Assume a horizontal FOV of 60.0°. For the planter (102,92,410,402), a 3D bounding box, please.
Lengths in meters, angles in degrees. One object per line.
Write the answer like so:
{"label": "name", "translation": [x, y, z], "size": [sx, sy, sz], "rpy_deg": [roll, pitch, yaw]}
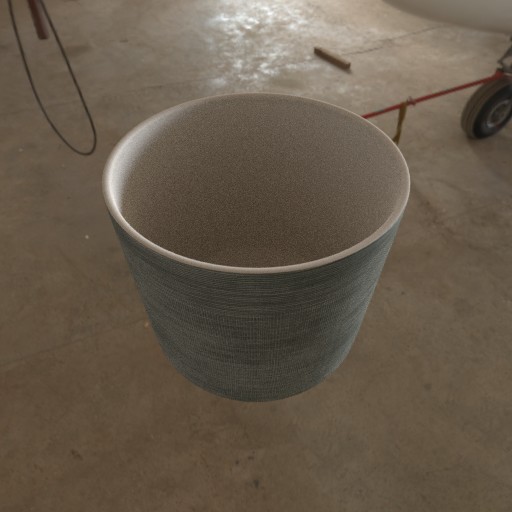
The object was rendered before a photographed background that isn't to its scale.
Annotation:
{"label": "planter", "translation": [0.000, 0.000, 0.791], "size": [0.440, 0.398, 0.440], "rpy_deg": [0, 46, 0]}
